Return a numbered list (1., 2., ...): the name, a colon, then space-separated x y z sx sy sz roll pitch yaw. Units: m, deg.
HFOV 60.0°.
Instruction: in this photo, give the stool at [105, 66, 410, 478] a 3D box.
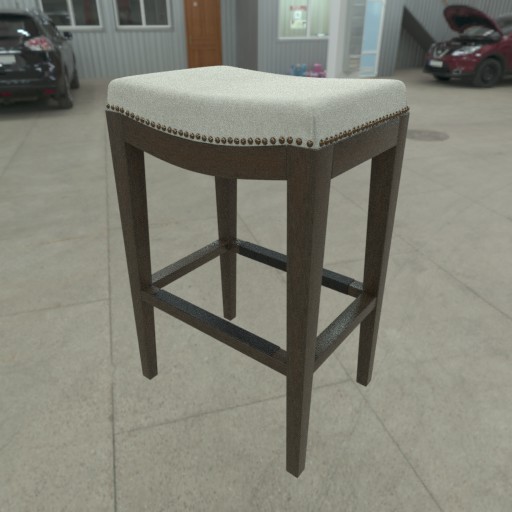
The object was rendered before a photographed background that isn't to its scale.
1. stool: 0.000 0.000 1.010 0.498 0.759 0.358 20 35 32
